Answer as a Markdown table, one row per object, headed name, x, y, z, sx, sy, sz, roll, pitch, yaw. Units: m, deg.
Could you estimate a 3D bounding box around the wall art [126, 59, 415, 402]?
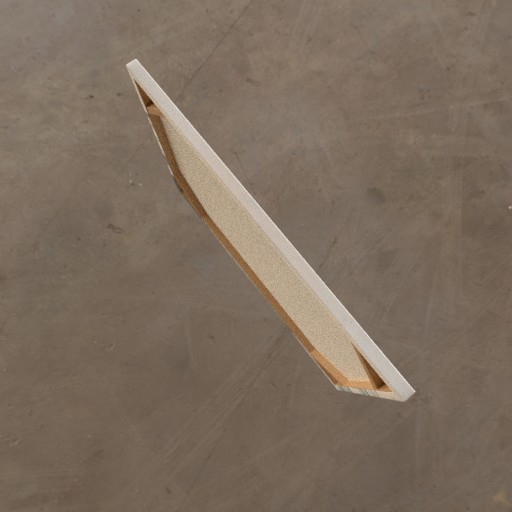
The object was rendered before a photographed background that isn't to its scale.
| name | x | y | z | sx | sy | sz | roll | pitch | yaw |
| --- | --- | --- | --- | --- | --- | --- | --- | --- | --- |
| wall art | 0.000 | 0.000 | 1.643 | 0.039 | 0.915 | 1.219 | -37 | 78 | -9 |
